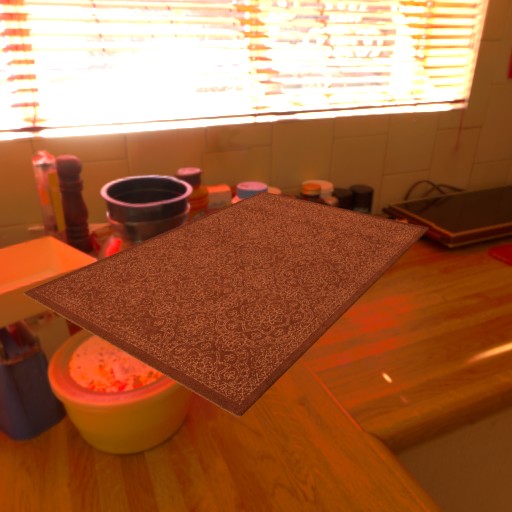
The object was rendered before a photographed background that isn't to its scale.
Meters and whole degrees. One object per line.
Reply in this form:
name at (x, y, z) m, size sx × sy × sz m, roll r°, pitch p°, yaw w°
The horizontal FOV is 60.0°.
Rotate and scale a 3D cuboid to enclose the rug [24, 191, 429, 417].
rug at (0.000, 0.000, 2.299) m, size 1.219 × 0.010 × 1.829 m, roll 18°, pitch 31°, yaw 32°
